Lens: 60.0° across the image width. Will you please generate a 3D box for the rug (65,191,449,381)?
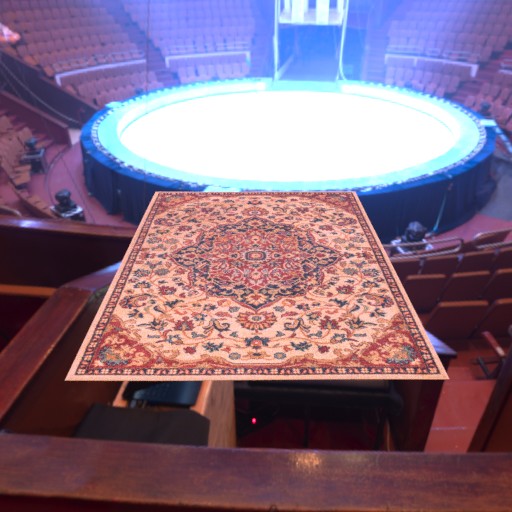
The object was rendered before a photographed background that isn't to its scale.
[{"bbox_3d":[0.000,0.000,4.134,2.454,0.005,3.067,0,31,0],"label":"rug"}]
